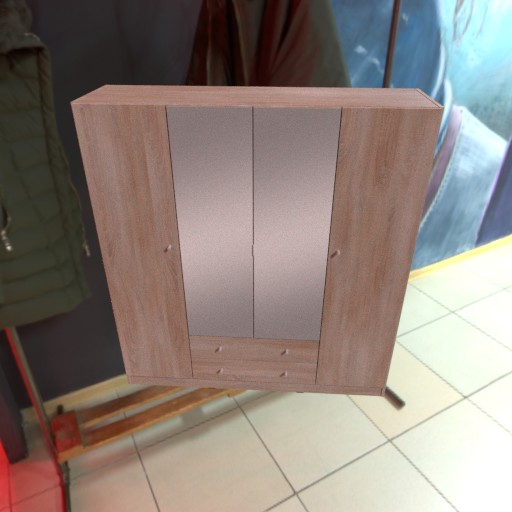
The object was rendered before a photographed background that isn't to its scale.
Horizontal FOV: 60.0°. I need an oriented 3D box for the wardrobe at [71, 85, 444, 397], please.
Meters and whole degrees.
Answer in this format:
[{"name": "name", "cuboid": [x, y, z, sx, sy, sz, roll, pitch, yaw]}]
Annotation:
[{"name": "wardrobe", "cuboid": [0.000, 0.000, 3.121, 1.998, 2.159, 0.598, 2, 31, 3]}]
